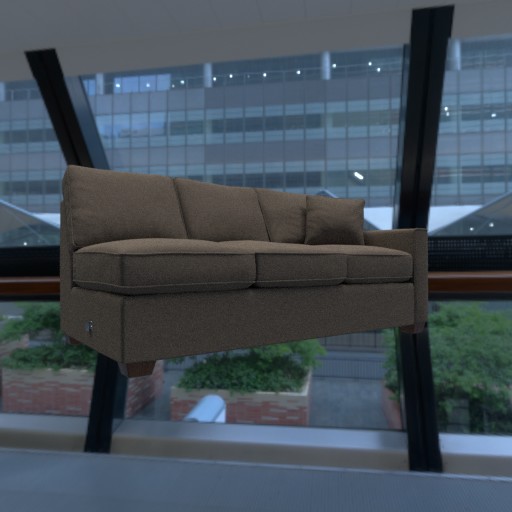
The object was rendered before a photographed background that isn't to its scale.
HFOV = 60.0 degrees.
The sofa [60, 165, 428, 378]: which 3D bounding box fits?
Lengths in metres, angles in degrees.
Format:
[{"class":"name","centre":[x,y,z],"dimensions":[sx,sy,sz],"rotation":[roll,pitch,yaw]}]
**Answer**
[{"class":"sofa","centre":[0.000,0.000,2.580],"dimensions":[1.963,0.946,1.034],"rotation":[1,-1,-36]}]
